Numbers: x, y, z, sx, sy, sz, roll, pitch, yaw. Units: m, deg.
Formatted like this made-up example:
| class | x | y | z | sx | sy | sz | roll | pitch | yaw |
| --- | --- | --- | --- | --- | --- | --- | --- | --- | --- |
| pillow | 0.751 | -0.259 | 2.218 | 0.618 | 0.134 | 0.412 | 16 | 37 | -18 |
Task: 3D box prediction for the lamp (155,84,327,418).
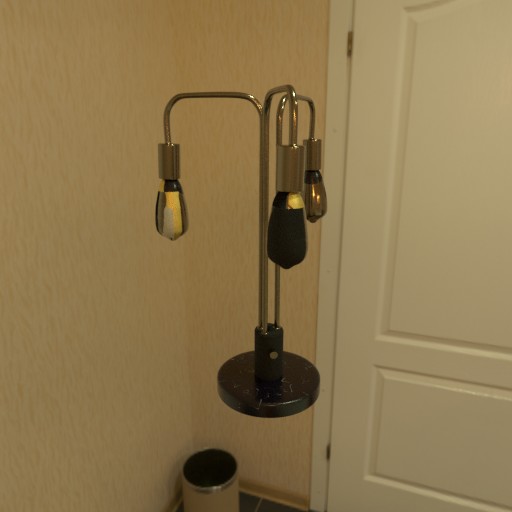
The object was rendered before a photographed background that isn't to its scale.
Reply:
| class | x | y | z | sx | sy | sz | roll | pitch | yaw |
| --- | --- | --- | --- | --- | --- | --- | --- | --- | --- |
| lamp | 0.000 | 0.000 | 0.798 | 0.355 | 0.560 | 0.368 | -2 | 16 | -8 |
